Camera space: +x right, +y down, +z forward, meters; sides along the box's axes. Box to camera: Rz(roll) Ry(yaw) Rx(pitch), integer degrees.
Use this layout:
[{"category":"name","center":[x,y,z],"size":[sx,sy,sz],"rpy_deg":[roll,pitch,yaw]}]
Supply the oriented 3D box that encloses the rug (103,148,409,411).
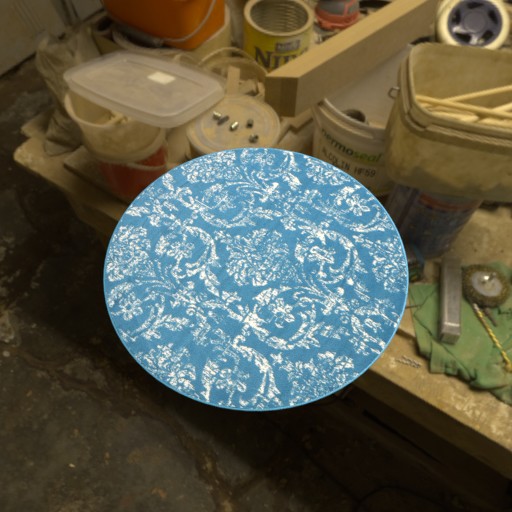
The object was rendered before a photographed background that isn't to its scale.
[{"category":"rug","center":[0.000,0.000,2.351],"size":[1.593,0.012,1.593],"rpy_deg":[0,58,0]}]
